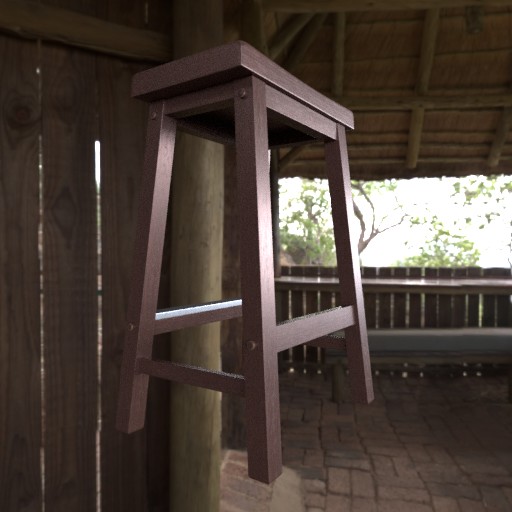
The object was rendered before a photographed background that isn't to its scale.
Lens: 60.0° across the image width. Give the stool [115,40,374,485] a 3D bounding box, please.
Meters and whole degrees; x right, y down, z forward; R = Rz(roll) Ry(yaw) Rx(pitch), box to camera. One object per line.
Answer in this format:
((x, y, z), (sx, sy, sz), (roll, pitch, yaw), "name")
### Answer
((0.000, 0.000, 0.849), (0.322, 0.610, 0.406), (1, 1, 35), "stool")
